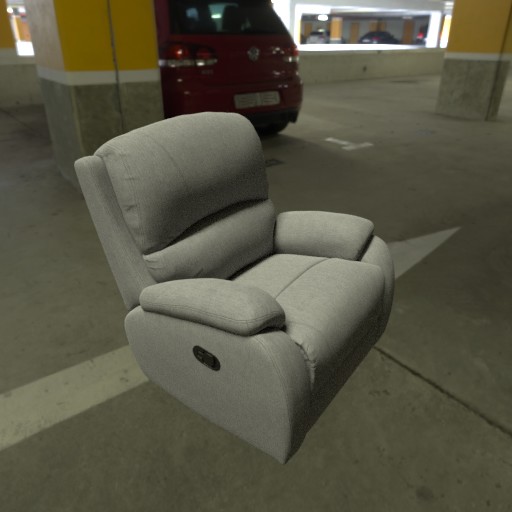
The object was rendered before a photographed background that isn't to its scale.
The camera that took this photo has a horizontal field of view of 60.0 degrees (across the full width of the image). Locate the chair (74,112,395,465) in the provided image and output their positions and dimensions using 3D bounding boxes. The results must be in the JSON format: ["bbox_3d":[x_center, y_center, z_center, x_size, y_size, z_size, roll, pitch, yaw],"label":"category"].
[{"bbox_3d":[0.000,0.000,1.737,0.899,1.011,0.930,17,31,31],"label":"chair"}]
